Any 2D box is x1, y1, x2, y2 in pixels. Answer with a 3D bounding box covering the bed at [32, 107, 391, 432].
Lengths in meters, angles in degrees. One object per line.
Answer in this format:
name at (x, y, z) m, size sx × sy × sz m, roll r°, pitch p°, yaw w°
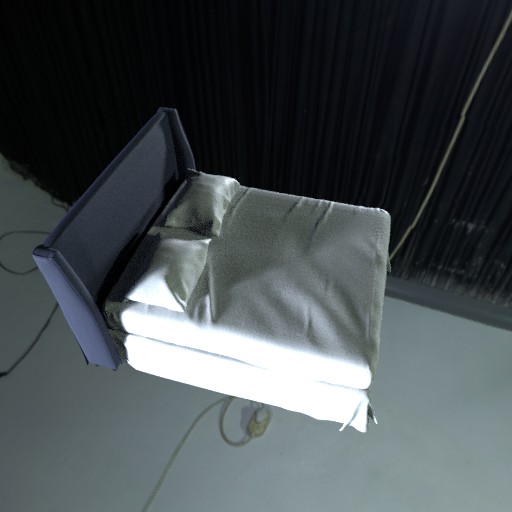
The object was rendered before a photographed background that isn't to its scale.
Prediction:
bed at (0.000, 0.000, 3.514) m, size 2.276 × 1.332 × 1.925 m, roll 11°, pitch 47°, yaw 11°
